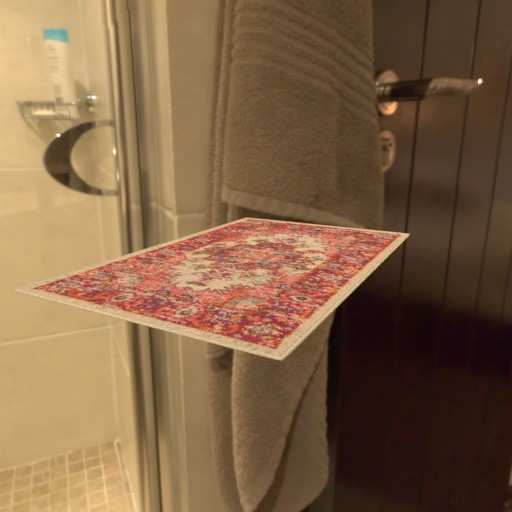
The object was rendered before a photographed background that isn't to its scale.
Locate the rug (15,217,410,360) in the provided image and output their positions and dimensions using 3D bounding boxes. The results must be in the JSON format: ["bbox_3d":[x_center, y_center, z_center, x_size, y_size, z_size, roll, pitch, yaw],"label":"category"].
[{"bbox_3d":[0.000,0.000,1.064,0.556,0.004,0.868,8,17,28],"label":"rug"}]
